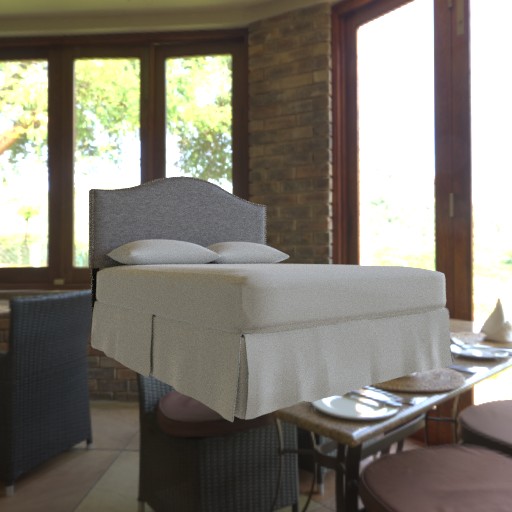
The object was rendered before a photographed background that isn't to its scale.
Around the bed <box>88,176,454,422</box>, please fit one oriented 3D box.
[{"bbox_3d":[0.000,0.000,2.883,1.610,1.295,1.870,0,-1,-38],"label":"bed"}]
